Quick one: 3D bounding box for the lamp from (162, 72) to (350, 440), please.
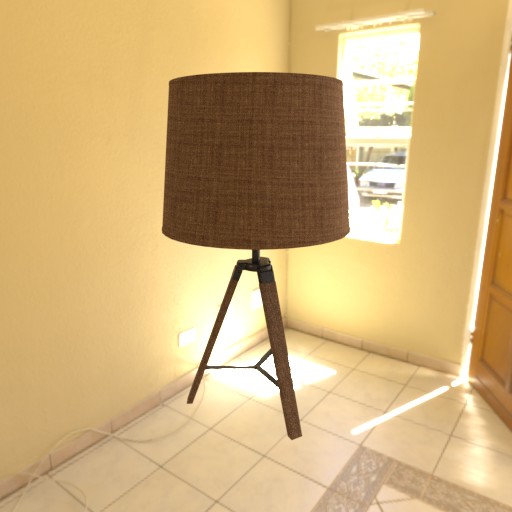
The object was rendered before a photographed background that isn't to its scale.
[{"bbox_3d":[0.000,0.000,0.707,0.290,0.514,0.290,0,15,0],"label":"lamp"}]
